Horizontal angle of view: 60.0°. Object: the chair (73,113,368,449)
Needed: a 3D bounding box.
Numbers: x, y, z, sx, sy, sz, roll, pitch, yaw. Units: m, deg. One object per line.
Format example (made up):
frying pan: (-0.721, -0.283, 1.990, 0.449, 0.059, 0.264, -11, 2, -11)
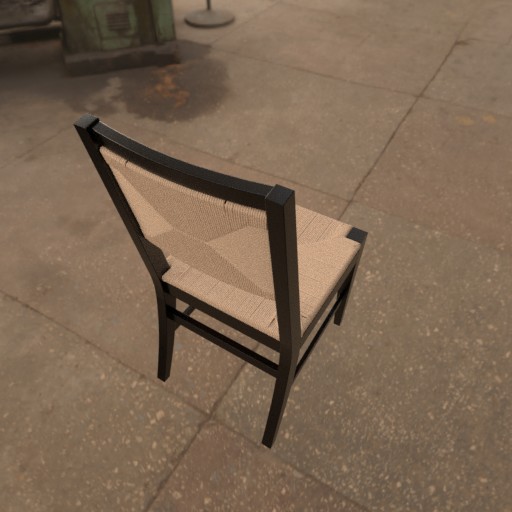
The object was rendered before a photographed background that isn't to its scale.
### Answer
chair: (0.000, 0.000, 1.199, 0.437, 0.927, 0.552, 24, 51, 22)
